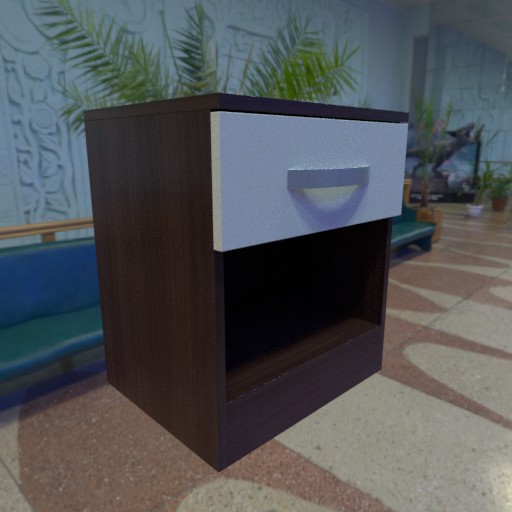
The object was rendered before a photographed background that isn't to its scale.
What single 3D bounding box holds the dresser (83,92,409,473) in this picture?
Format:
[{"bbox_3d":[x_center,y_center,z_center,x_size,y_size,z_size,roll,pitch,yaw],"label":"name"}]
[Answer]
[{"bbox_3d":[0.000,0.000,0.754,0.400,0.470,0.360,-13,19,-42],"label":"dresser"}]
